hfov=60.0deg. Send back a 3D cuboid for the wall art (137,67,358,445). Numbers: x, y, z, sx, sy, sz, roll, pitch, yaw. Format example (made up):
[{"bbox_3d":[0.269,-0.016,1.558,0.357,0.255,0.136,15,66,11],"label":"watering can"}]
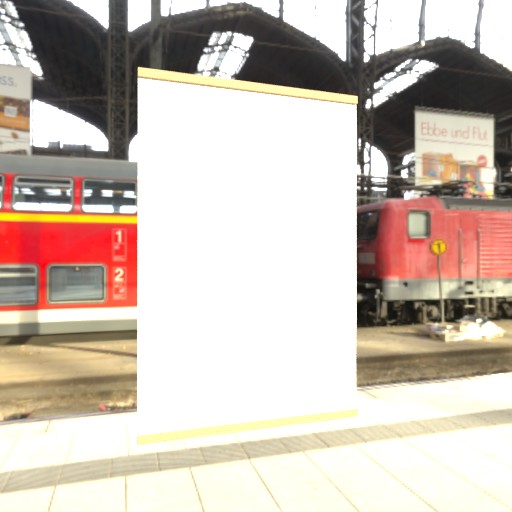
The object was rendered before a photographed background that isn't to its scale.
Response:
[{"bbox_3d":[0.000,0.000,1.956,1.011,1.521,0.025,0,0,-19],"label":"wall art"}]
